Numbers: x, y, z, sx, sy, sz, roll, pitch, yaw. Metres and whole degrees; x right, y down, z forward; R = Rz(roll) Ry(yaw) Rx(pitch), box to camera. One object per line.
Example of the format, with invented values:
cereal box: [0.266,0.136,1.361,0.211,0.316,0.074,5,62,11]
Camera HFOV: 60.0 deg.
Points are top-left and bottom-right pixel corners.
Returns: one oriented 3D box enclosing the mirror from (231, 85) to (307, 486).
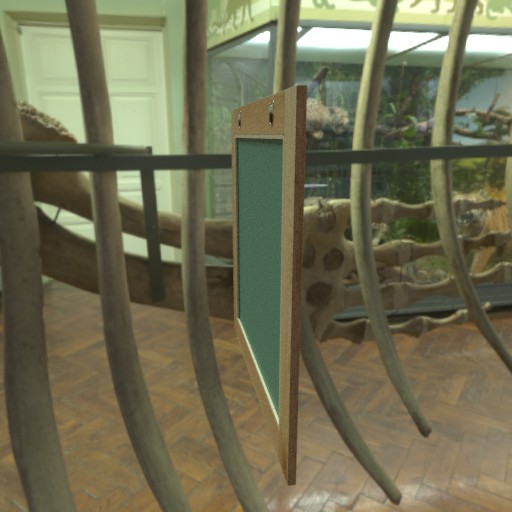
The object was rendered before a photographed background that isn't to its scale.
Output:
mirror: [0.000,0.000,1.218,0.020,0.800,0.800,-3,15,-11]
